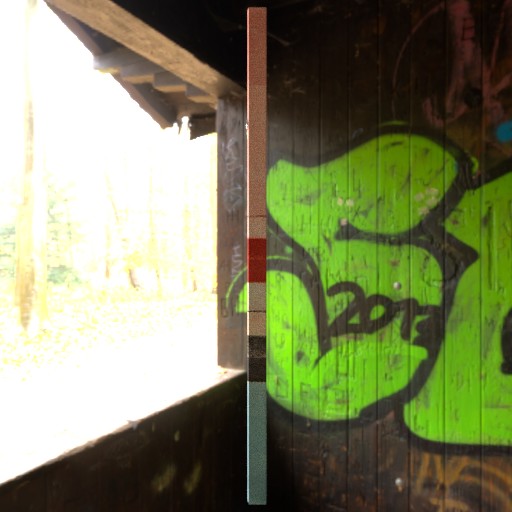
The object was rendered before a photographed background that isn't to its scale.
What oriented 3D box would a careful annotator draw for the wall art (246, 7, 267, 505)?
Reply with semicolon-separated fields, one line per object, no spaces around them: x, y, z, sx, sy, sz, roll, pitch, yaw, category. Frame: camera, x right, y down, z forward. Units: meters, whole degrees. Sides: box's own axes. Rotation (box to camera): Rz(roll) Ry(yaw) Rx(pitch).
0.000;0.000;1.120;0.038;0.914;0.610;0;0;0;wall art
